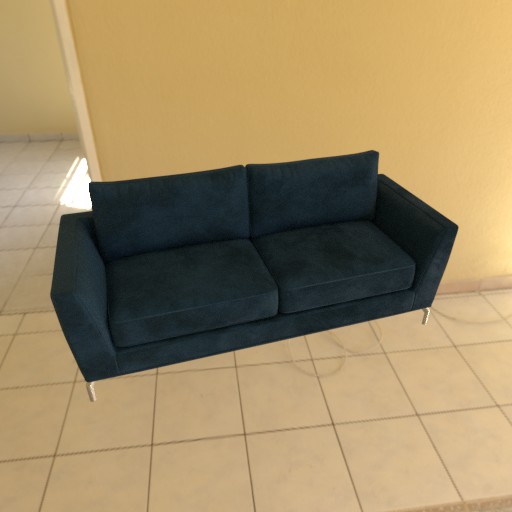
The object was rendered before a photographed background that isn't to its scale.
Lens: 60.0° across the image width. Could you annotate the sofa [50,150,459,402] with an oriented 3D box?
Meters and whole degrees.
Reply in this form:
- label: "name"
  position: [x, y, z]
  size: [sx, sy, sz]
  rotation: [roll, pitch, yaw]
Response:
- label: "sofa"
  position: [0.000, 0.000, 2.738]
  size: [2.212, 0.998, 0.853]
  rotation: [-10, 34, -15]
